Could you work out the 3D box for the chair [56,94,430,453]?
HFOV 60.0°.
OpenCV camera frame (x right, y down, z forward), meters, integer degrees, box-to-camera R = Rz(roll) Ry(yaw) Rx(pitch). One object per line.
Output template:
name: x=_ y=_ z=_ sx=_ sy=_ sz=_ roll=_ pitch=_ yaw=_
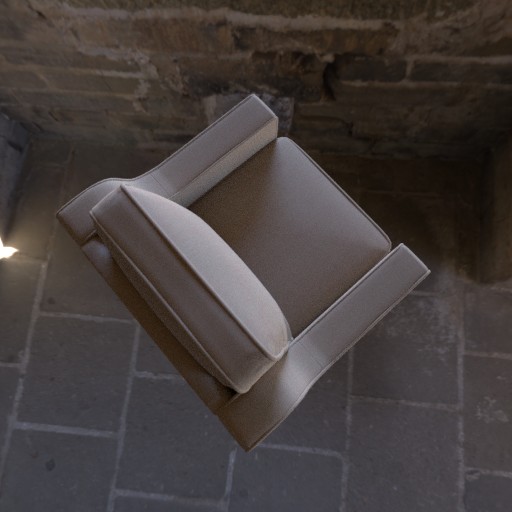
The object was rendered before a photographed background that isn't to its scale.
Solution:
chair: x=0.000 y=0.000 z=1.651 sx=0.882 sy=0.948 sz=0.922 roll=-40 pitch=79 yaw=-9
